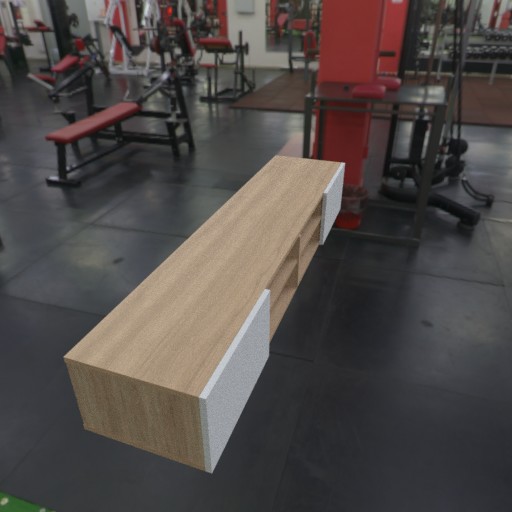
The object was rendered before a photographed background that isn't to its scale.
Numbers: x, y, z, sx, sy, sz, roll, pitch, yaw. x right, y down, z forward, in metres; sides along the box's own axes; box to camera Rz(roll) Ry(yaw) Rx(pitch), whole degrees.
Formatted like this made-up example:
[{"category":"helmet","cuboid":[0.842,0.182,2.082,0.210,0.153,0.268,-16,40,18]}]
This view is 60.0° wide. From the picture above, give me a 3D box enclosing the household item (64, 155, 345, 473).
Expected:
[{"category":"household item","cuboid":[0.000,0.000,1.949,0.420,0.310,1.850,10,32,17]}]
